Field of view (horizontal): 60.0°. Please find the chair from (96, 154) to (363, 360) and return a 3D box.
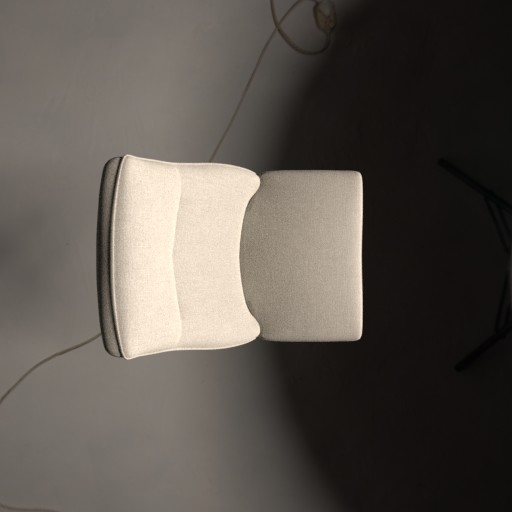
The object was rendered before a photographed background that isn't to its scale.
[{"bbox_3d":[0.000,0.000,1.263,0.620,0.930,0.500,0,90,-2],"label":"chair"}]
